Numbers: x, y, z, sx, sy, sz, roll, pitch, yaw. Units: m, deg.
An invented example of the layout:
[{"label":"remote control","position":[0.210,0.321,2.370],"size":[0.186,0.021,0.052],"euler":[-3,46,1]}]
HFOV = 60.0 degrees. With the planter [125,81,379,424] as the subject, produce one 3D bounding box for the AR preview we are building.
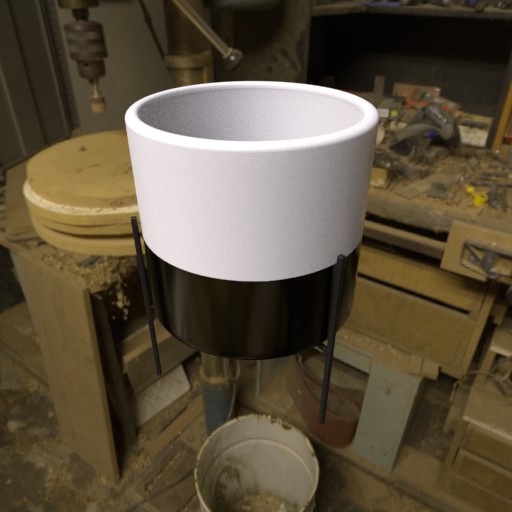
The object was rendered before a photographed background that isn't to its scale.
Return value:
[{"label":"planter","position":[0.000,0.000,0.650],"size":[0.310,0.432,0.310],"euler":[21,38,29]}]
